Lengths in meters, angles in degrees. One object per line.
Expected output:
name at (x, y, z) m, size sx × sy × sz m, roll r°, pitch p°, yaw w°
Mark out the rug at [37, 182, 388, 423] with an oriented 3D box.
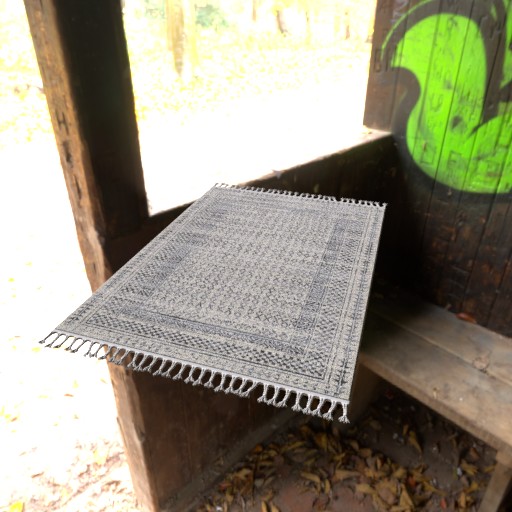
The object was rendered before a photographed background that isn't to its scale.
rug at (0.000, 0.000, 2.349) m, size 1.243 × 0.013 × 1.872 m, roll 9°, pitch 32°, yaw 16°
